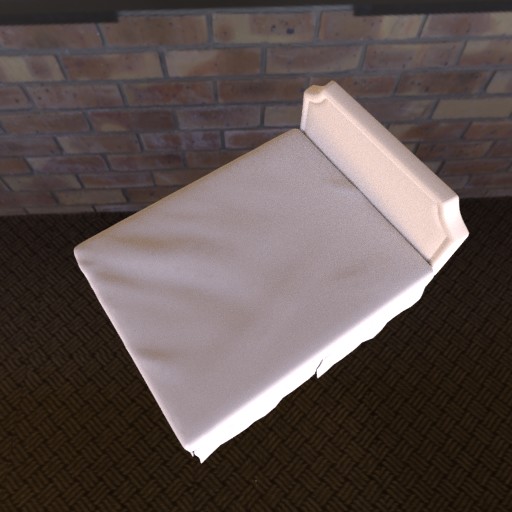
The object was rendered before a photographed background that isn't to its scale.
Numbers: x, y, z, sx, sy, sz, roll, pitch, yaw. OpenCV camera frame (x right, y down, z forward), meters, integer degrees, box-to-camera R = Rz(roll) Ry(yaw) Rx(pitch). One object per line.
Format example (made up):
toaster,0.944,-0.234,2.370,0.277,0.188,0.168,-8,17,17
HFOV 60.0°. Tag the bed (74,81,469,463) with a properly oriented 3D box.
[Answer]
bed,0.000,0.000,3.568,2.498,1.293,1.977,-32,67,-15
